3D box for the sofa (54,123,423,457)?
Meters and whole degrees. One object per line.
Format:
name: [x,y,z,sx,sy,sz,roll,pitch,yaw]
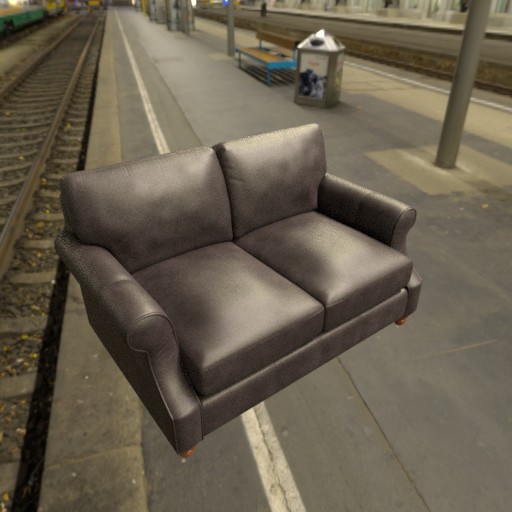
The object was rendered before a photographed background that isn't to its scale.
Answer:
sofa: [0.000,0.000,2.257,1.663,0.979,1.030,-21,36,-31]
